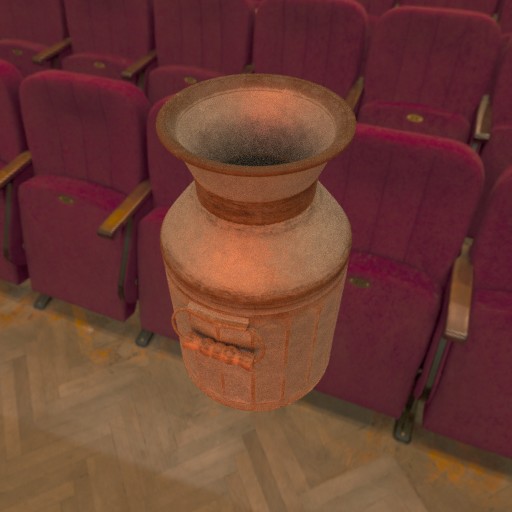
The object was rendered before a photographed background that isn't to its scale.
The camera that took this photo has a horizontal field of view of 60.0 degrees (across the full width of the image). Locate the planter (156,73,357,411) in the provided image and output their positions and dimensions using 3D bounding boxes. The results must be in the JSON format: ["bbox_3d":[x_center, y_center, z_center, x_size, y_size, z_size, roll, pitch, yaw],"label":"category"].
[{"bbox_3d":[0.000,0.000,0.520,0.215,0.358,0.248,16,48,15],"label":"planter"}]
